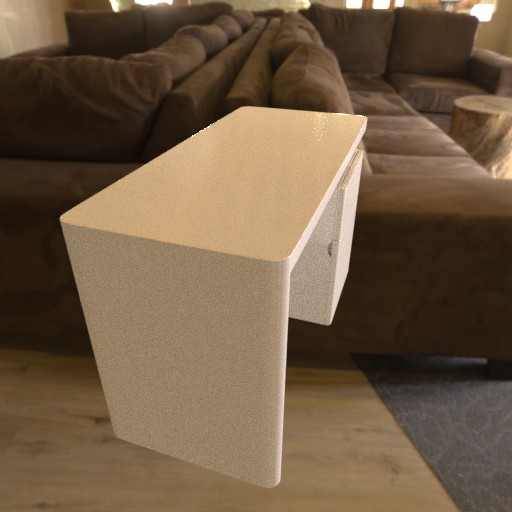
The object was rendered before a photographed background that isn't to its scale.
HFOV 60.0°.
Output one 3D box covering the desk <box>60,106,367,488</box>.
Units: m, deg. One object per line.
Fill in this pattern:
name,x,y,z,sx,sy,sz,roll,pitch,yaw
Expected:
desk,0.000,0.000,1.599,0.550,0.760,1.200,10,33,17
